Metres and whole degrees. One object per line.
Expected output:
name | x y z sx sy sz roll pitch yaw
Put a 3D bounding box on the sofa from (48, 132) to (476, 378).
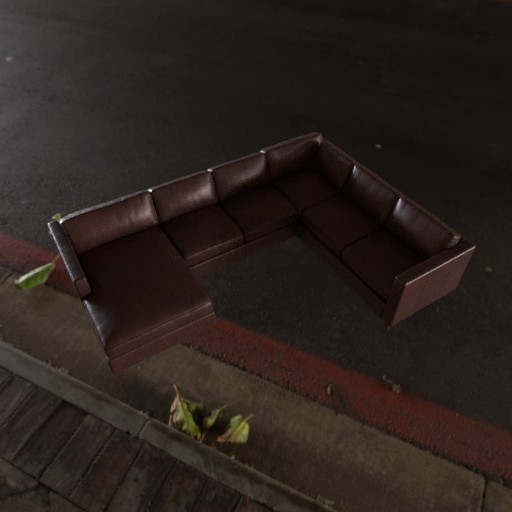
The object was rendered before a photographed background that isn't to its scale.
sofa | 0.000 0.000 4.445 3.324 0.891 2.452 -24 50 -22
